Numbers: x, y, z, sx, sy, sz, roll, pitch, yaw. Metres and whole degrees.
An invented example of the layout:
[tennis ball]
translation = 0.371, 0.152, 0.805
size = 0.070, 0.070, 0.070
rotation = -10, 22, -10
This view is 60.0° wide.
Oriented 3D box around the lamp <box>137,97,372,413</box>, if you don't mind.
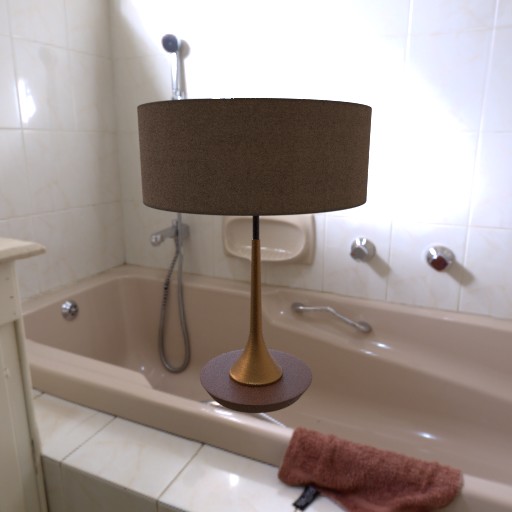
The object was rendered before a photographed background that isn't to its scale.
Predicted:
[lamp]
translation = 0.000, 0.000, 0.844
size = 0.396, 0.551, 0.417
rotation = 7, 16, 26
